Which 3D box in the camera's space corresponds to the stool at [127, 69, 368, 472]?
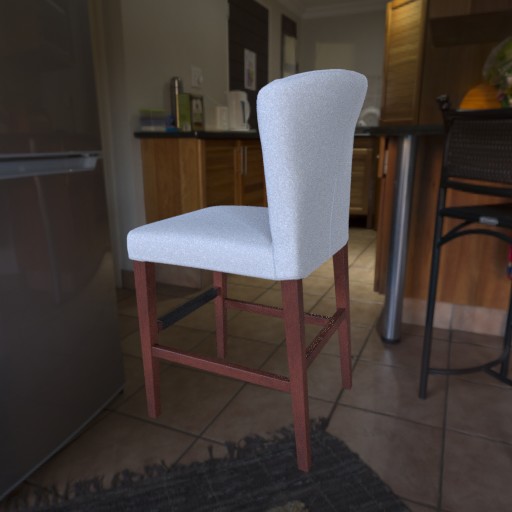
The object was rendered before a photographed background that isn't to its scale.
[{"bbox_3d":[0.000,0.000,1.291,0.568,0.968,0.479,8,17,25],"label":"stool"}]
